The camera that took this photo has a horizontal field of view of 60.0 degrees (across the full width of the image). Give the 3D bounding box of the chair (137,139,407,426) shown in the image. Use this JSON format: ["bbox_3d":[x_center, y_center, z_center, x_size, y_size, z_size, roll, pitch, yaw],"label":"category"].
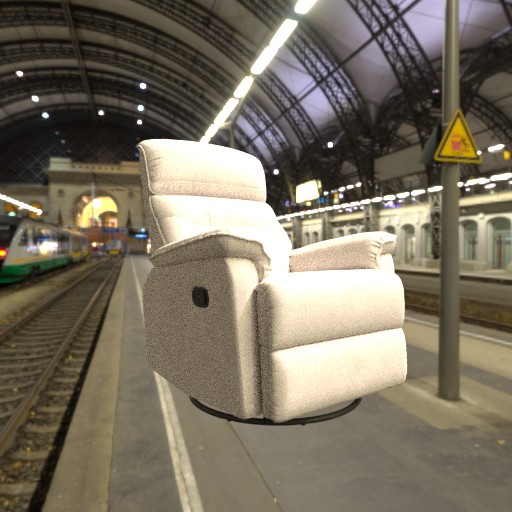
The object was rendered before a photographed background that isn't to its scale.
[{"bbox_3d":[0.000,0.000,1.763,0.820,1.039,1.001,-1,2,-37],"label":"chair"}]
